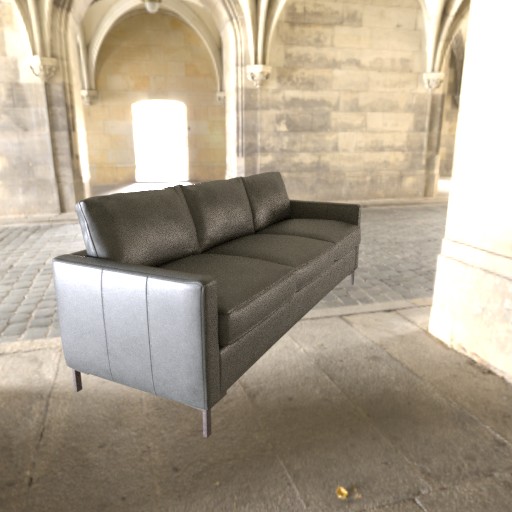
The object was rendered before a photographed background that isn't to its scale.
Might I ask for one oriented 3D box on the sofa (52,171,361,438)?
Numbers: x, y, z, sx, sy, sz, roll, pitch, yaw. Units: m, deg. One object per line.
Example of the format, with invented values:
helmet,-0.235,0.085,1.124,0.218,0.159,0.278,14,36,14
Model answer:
sofa,0.000,0.000,2.423,0.748,0.805,2.029,7,16,26
